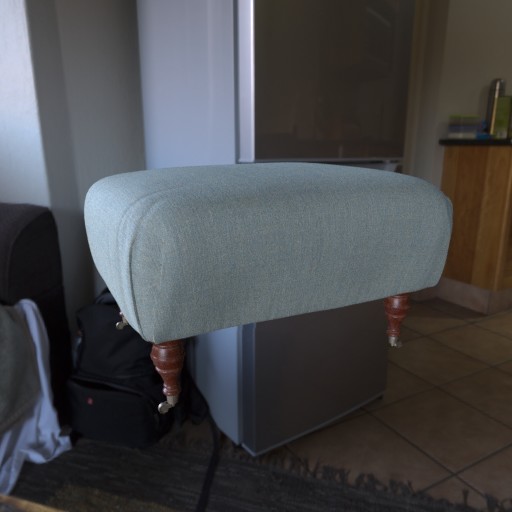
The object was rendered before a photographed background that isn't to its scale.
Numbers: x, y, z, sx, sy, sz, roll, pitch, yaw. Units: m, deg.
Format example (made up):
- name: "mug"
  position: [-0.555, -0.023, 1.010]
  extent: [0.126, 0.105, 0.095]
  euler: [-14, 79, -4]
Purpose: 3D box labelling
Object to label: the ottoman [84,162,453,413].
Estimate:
- name: "ottoman"
  position: [0.000, 0.000, 1.110]
  extent: [0.747, 0.450, 0.622]
  euler: [-8, 17, -26]
